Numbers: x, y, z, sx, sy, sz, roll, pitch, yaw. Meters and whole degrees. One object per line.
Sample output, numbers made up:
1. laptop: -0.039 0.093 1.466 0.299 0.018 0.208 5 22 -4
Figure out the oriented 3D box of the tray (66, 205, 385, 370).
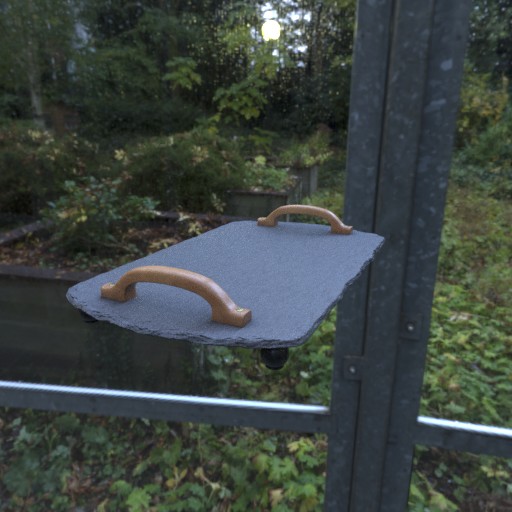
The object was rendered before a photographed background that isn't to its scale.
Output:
1. tray: 0.000 0.000 0.487 0.231 0.062 0.387 8 18 25
